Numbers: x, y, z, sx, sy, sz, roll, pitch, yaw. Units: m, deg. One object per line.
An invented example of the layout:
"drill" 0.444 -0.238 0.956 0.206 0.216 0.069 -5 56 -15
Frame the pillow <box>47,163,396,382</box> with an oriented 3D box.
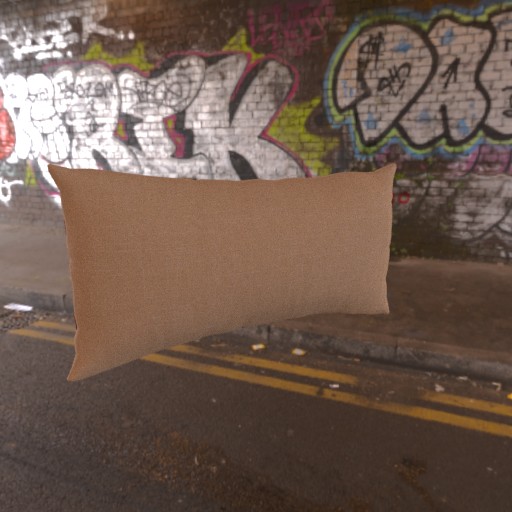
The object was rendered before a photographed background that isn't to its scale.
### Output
"pillow" 0.000 0.000 0.740 0.612 0.308 0.148 -7 15 -27
